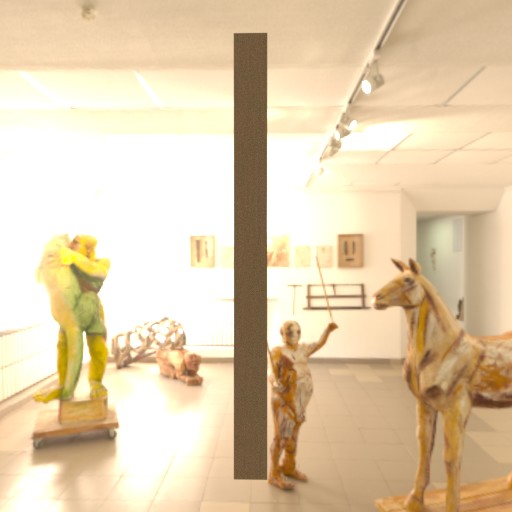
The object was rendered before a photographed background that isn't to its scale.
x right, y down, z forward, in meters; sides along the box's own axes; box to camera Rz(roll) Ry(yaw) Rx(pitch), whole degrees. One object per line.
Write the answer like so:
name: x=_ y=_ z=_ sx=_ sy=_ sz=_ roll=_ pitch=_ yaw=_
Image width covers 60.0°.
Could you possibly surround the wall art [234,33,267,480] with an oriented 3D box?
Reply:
wall art: x=0.000 y=0.000 z=0.756 sx=0.038 sy=0.506 sz=0.508 roll=0 pitch=0 yaw=1
